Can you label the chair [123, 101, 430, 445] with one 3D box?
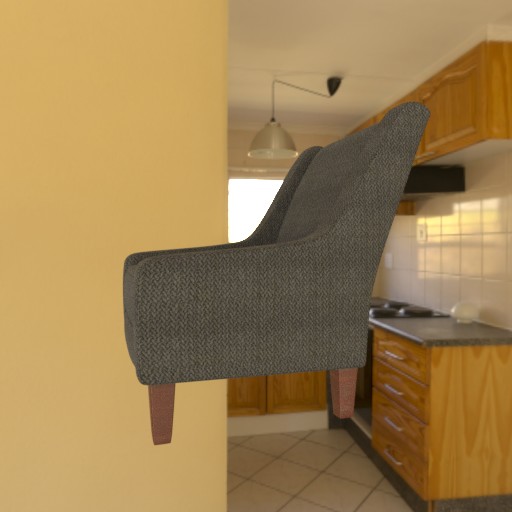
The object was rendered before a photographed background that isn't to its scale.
[{"bbox_3d":[0.000,0.000,1.661,0.944,1.012,0.793,0,1,-19],"label":"chair"}]
